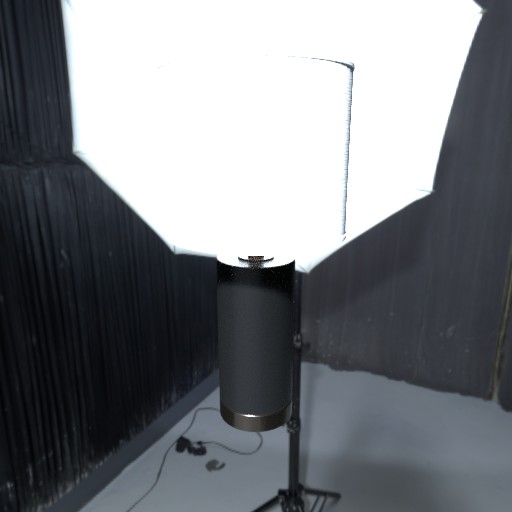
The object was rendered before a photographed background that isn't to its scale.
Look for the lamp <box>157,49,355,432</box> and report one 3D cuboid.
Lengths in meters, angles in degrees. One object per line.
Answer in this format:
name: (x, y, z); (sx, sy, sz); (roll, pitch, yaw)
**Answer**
lamp: (0.000, 0.000, 0.611); (0.241, 0.482, 0.240); (8, 17, 27)
